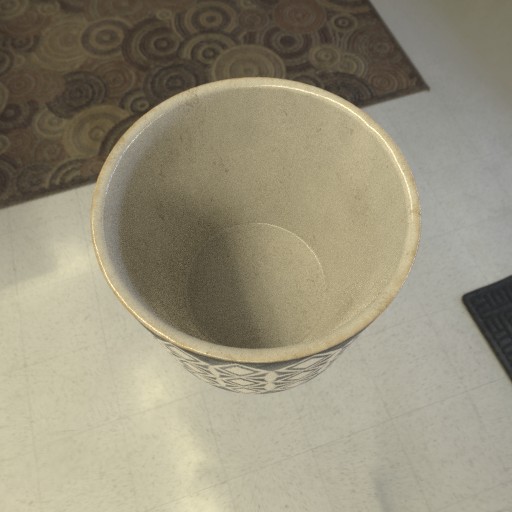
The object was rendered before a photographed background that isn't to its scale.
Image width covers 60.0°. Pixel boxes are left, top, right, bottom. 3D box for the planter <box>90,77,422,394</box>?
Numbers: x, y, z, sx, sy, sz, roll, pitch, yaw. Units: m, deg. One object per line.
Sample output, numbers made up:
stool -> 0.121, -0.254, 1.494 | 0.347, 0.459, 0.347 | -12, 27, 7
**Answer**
planter -> 0.000, 0.000, 0.334 | 0.192, 0.165, 0.192 | 0, 65, 0
